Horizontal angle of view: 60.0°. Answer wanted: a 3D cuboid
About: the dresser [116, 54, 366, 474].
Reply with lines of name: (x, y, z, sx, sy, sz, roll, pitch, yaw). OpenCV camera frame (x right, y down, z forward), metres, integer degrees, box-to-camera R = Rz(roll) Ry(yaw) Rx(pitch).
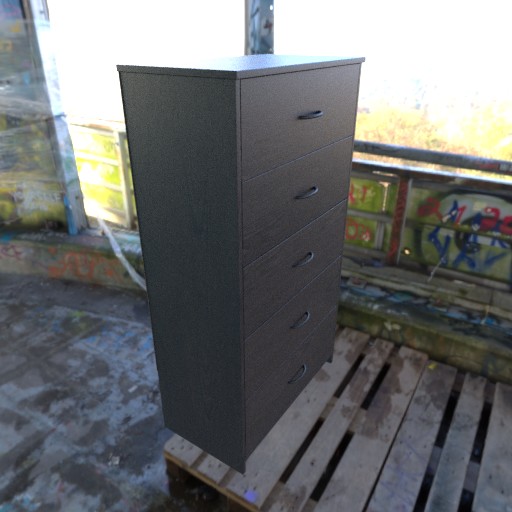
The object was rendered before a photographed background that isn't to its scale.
dresser: (0.000, 0.000, 1.548, 0.418, 1.254, 0.704, 17, 31, 30)
